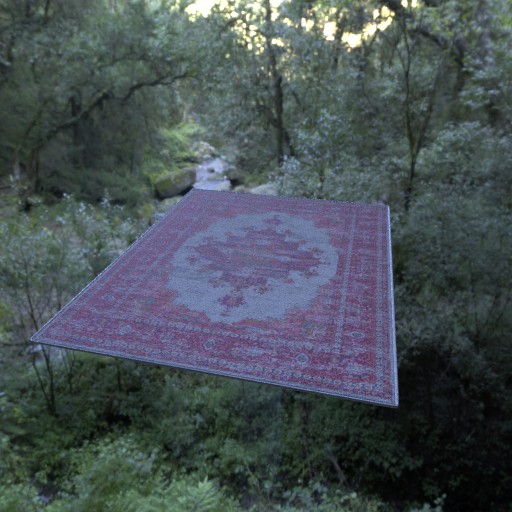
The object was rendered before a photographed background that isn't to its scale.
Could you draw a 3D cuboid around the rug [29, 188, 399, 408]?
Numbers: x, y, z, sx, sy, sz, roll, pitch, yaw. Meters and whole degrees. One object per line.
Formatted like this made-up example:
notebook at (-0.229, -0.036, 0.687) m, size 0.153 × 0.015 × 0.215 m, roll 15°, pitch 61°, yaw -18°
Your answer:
rug at (0.000, 0.000, 4.103) m, size 2.447 × 0.017 × 3.123 m, roll 7°, pitch 29°, yaw 12°
